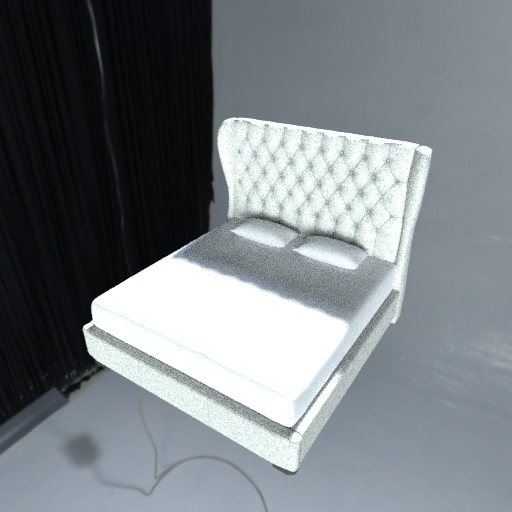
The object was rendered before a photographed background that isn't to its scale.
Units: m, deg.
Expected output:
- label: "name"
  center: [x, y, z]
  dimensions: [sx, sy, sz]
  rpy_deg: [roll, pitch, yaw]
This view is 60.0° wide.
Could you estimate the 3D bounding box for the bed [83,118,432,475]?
- label: "bed"
  center: [0.000, 0.000, 3.927]
  dimensions: [2.219, 1.771, 2.347]
  rpy_deg: [18, 34, 29]
